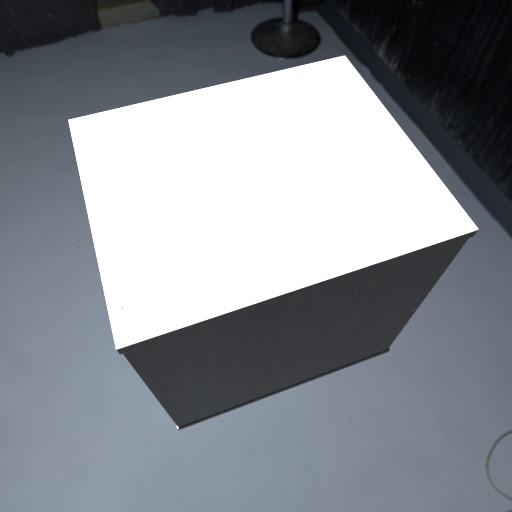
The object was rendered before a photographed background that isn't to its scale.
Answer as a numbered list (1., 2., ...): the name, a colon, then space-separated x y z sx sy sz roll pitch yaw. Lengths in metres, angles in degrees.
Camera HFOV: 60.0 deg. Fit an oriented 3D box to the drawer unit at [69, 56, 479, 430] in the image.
1. drawer unit: 0.000 0.000 0.611 0.349 0.344 0.290 -17 60 -10
